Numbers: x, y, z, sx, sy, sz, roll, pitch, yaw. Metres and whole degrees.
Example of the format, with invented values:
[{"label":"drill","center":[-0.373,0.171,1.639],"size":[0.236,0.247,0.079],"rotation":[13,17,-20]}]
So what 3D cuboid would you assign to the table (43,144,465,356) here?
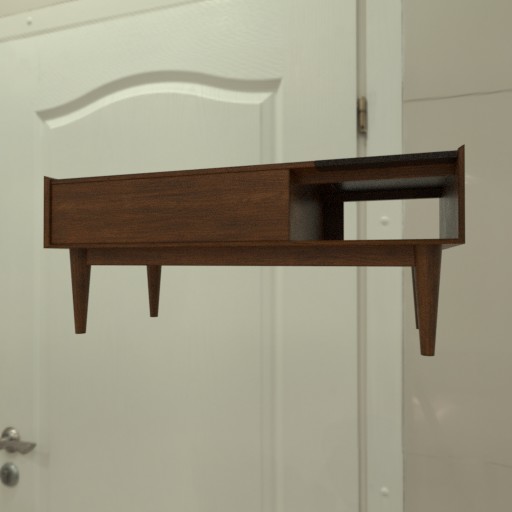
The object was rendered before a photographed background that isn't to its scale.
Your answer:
[{"label":"table","center":[0.000,0.000,1.505],"size":[1.221,0.508,0.610],"rotation":[0,-1,18]}]
